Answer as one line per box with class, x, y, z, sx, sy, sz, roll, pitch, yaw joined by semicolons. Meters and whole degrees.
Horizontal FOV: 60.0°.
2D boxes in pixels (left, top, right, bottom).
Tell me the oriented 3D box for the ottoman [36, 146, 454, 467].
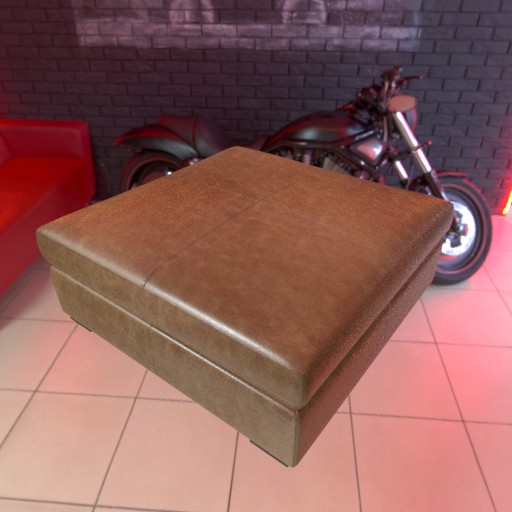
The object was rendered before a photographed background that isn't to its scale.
ottoman;0.000;0.000;1.798;1.168;0.483;1.169;22;39;31
